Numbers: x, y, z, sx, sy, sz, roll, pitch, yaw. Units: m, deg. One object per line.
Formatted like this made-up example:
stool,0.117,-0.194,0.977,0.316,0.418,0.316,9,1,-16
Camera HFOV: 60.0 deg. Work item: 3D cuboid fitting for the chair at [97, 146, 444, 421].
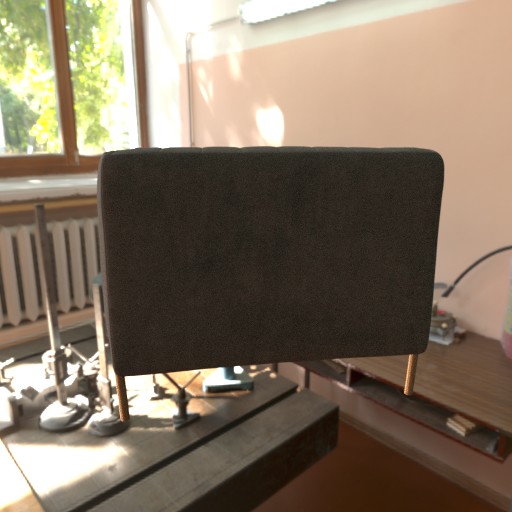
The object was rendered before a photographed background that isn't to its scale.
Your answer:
chair,0.000,0.000,1.611,0.981,0.779,0.873,-2,14,-9
